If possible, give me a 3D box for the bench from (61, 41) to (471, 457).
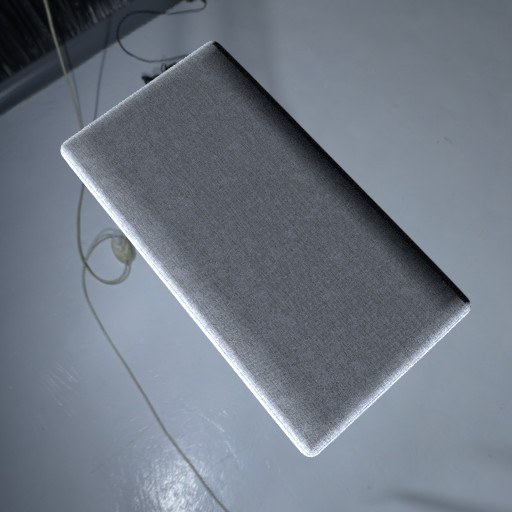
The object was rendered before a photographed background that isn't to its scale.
[{"bbox_3d":[0.000,0.000,0.965,0.366,0.467,0.681,-39,78,-10],"label":"bench"}]
